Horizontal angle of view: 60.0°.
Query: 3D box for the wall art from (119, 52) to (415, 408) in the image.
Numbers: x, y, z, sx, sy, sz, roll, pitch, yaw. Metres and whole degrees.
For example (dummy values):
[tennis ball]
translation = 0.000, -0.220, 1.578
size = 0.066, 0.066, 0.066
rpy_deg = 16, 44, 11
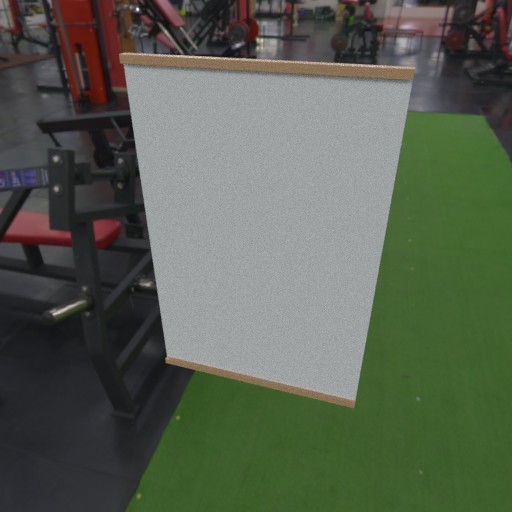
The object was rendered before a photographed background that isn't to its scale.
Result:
[wall art]
translation = 0.000, 0.000, 0.624
size = 0.335, 0.510, 0.013
rpy_deg = 9, 34, 14
